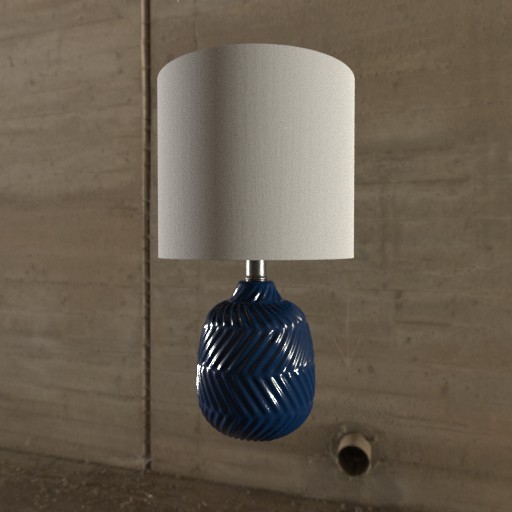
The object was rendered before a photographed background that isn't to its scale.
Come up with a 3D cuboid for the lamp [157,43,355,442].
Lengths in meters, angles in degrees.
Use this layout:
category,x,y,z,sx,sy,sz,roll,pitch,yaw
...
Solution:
category,x,y,z,sx,sy,sz,roll,pitch,yaw
lamp,0.000,0.000,0.472,0.203,0.368,0.203,0,1,-17
